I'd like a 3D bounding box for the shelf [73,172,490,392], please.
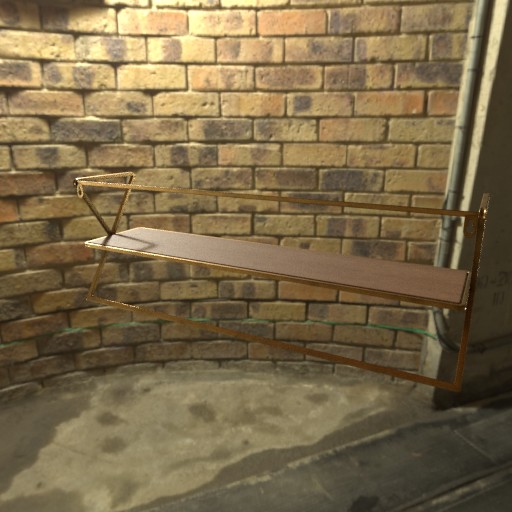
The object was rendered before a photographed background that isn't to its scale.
[{"bbox_3d":[0.000,0.000,0.720,0.645,0.229,0.150,8,18,27],"label":"shelf"}]
